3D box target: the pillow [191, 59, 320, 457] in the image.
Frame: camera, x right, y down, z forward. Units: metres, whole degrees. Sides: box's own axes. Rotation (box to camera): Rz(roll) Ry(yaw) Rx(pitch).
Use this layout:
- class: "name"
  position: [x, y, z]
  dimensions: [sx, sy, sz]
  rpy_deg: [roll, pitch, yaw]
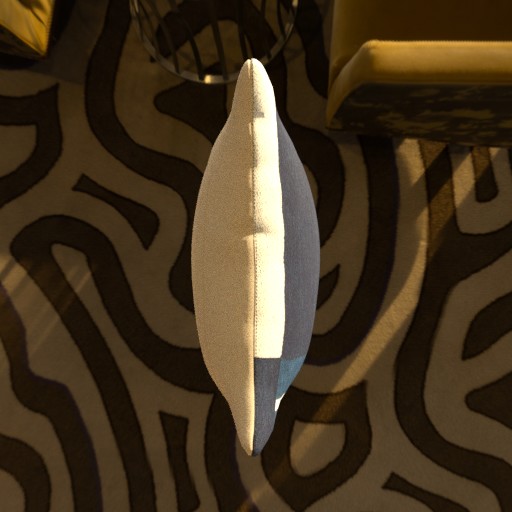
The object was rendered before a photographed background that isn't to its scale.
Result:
- class: "pillow"
  position: [0.000, 0.000, 0.806]
  dimensions: [0.229, 0.506, 0.536]
  rpy_deg: [0, 90, 1]
